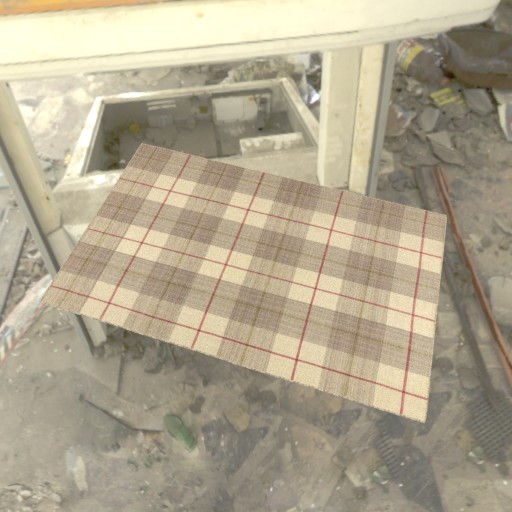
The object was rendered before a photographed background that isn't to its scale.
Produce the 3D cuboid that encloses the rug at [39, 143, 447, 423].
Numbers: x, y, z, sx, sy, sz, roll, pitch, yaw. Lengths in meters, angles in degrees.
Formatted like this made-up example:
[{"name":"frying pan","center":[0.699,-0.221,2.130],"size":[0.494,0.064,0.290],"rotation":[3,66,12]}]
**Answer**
[{"name":"rug","center":[0.000,0.000,3.057],"size":[2.464,0.010,1.549],"rotation":[15,58,9]}]
